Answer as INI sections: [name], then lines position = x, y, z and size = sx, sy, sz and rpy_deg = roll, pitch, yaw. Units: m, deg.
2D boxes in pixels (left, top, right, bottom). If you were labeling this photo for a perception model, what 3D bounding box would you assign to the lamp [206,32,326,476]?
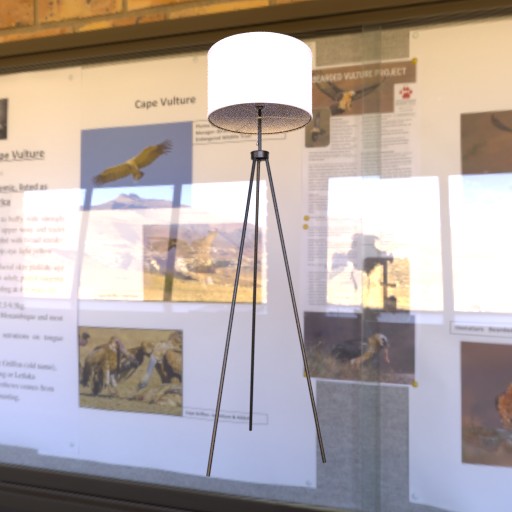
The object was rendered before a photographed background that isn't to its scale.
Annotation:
[lamp]
position = 0.000, 0.000, 1.748
size = 0.448, 1.545, 0.458
rpy_deg = 0, 0, -18
